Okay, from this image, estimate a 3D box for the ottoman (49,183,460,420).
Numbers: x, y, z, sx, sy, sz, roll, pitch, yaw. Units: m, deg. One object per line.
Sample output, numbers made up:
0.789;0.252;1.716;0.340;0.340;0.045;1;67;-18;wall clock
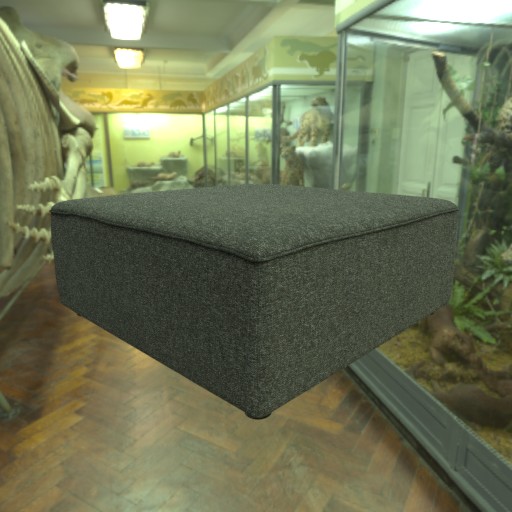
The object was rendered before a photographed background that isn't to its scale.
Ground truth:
0.000;0.000;1.547;1.021;0.423;1.017;-14;20;-43;ottoman
